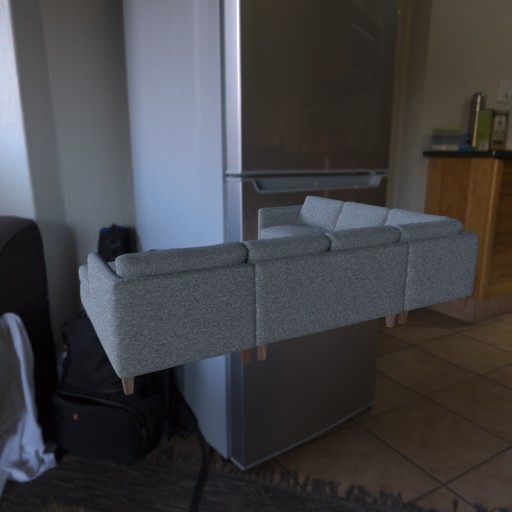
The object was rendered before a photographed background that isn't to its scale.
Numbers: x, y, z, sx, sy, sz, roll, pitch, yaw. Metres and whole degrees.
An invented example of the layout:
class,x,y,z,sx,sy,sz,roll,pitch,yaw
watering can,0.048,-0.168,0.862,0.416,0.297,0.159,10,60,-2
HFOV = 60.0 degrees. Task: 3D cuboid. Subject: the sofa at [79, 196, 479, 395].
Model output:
class,x,y,z,sx,sy,sz,roll,pitch,yaw
sofa,0.000,0.000,4.340,3.238,0.853,2.551,-7,15,-28
